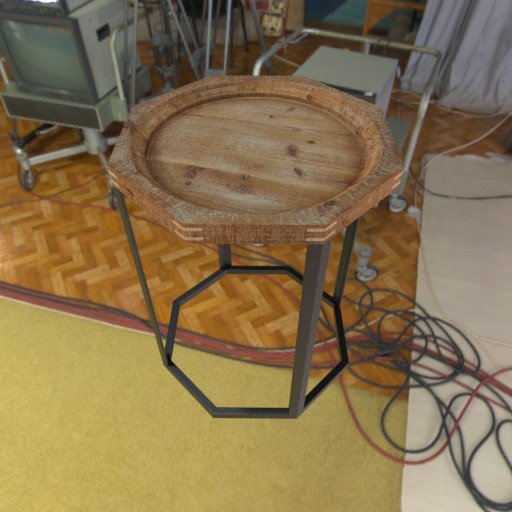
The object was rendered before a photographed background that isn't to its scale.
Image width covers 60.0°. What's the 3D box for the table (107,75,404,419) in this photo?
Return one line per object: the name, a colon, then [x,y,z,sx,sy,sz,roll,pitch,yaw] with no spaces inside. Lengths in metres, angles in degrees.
table: [0.000,0.000,0.884,0.458,0.543,0.458,-16,48,-15]
